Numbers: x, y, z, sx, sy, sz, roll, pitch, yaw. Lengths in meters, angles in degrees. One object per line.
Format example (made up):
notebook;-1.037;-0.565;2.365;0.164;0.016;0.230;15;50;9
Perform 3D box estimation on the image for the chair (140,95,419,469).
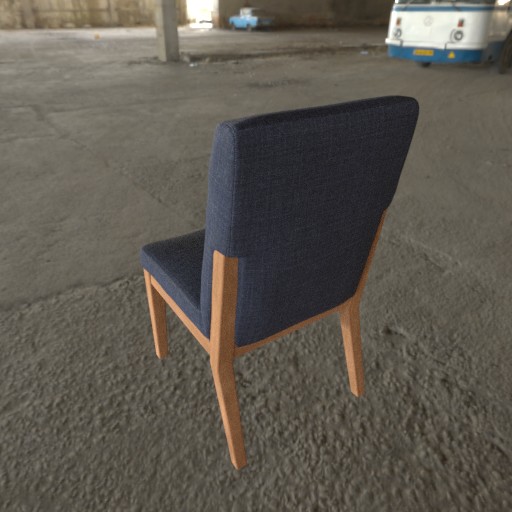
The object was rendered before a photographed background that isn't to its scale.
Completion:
chair;0.000;0.000;1.262;0.507;0.911;0.586;-18;34;-29
